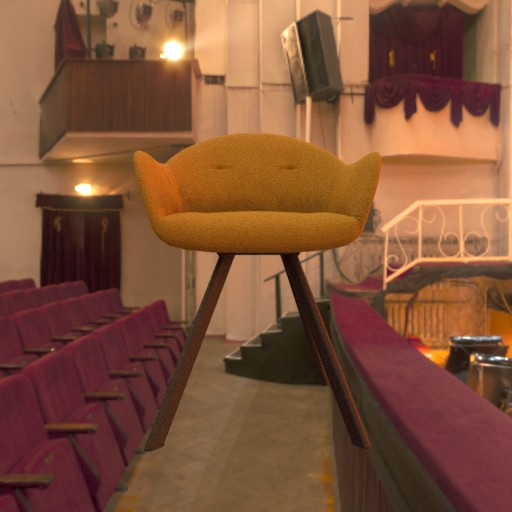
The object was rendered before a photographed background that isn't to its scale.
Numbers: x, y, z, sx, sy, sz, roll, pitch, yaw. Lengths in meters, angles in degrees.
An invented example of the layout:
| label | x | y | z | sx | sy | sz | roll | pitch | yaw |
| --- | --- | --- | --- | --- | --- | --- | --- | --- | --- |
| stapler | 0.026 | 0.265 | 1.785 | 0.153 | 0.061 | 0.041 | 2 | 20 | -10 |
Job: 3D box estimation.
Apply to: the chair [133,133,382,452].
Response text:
| label | x | y | z | sx | sy | sz | roll | pitch | yaw |
| --- | --- | --- | --- | --- | --- | --- | --- | --- | --- |
| chair | 0.000 | 0.000 | 1.165 | 0.545 | 0.775 | 0.565 | 0 | 0 | -1 |
